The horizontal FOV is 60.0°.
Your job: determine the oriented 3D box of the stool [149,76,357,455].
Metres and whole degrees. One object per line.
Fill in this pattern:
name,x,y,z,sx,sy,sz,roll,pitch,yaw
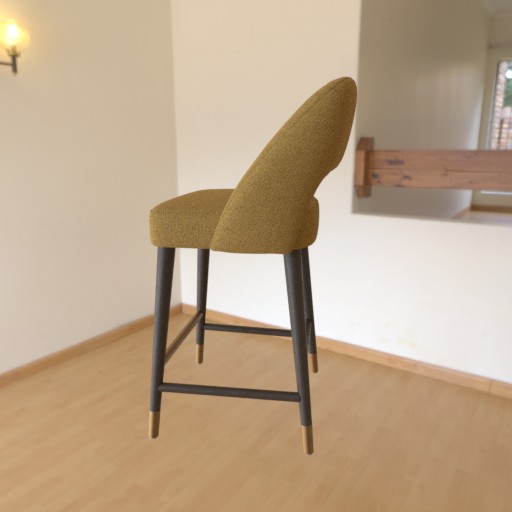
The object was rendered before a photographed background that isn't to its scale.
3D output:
stool,0.000,0.000,1.275,0.522,0.939,0.536,2,14,9
